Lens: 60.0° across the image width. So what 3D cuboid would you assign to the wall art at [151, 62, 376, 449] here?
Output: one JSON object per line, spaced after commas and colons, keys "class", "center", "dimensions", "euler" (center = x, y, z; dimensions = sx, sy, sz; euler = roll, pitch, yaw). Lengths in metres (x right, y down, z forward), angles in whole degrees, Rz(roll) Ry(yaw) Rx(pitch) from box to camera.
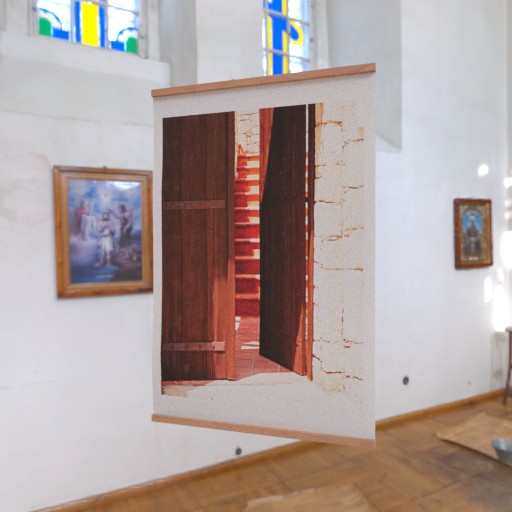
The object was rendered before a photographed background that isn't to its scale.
{"class": "wall art", "center": [0.000, 0.000, 0.637], "dimensions": [0.332, 0.508, 0.012], "euler": [0, 0, 17]}
